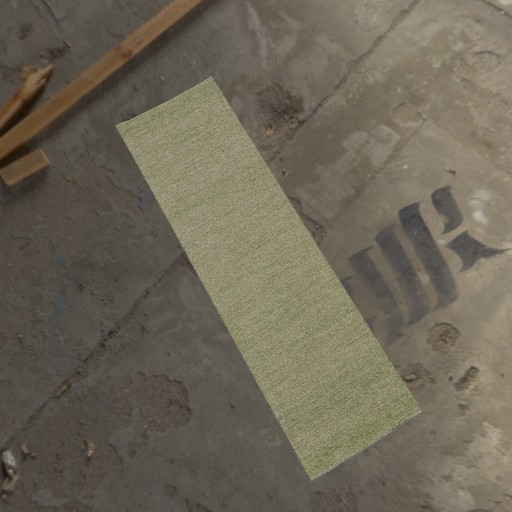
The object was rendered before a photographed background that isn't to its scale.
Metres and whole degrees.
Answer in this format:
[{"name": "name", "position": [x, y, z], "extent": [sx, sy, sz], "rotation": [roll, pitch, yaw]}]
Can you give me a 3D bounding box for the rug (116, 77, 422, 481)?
[{"name": "rug", "position": [0.000, 0.000, 2.539], "extent": [0.686, 0.013, 2.340], "rotation": [-29, 77, -7]}]
